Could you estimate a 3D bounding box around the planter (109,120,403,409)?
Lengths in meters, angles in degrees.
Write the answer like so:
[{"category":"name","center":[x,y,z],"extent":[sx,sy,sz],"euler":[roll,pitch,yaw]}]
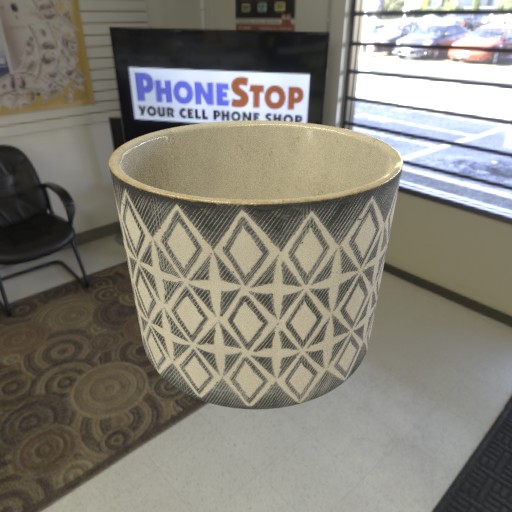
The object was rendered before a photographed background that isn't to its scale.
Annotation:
[{"category":"planter","center":[0.000,0.000,0.340],"extent":[0.192,0.165,0.192],"euler":[0,29,0]}]
